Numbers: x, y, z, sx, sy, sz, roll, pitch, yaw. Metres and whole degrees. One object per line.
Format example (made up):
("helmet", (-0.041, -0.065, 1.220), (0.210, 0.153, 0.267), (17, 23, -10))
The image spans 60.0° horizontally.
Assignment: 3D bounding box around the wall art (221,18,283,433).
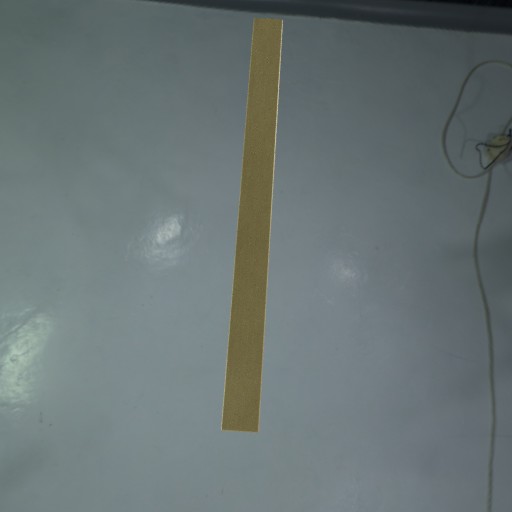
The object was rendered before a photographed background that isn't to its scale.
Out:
("wall art", (0.000, 0.000, 0.758), (0.038, 0.508, 0.508), (4, 75, 1))
